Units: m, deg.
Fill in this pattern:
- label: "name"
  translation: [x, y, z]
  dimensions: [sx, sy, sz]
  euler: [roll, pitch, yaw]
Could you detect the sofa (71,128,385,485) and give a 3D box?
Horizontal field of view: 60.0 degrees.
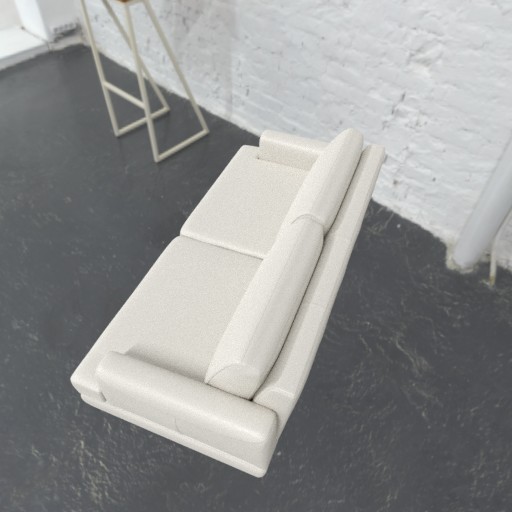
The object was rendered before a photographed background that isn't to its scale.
- label: "sofa"
  translation: [0.000, 0.000, 2.371]
  dimensions: [0.974, 0.765, 1.940]
  euler: [17, 50, 15]
